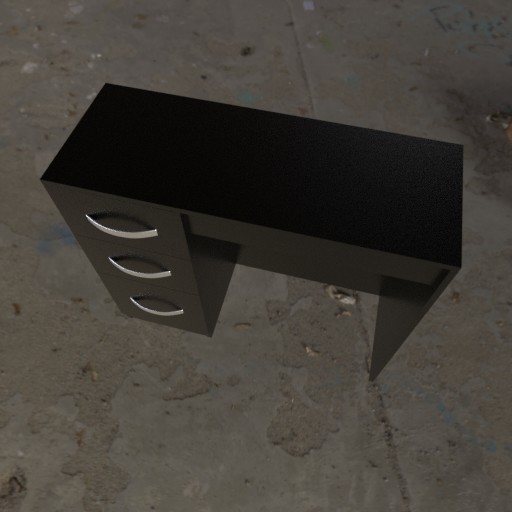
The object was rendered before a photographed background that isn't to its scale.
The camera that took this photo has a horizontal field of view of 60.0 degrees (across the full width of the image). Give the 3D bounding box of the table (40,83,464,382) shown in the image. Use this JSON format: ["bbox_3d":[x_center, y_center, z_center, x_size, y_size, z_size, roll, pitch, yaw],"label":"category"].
[{"bbox_3d":[0.000,0.000,1.363,0.930,0.790,0.380,12,59,8],"label":"table"}]
